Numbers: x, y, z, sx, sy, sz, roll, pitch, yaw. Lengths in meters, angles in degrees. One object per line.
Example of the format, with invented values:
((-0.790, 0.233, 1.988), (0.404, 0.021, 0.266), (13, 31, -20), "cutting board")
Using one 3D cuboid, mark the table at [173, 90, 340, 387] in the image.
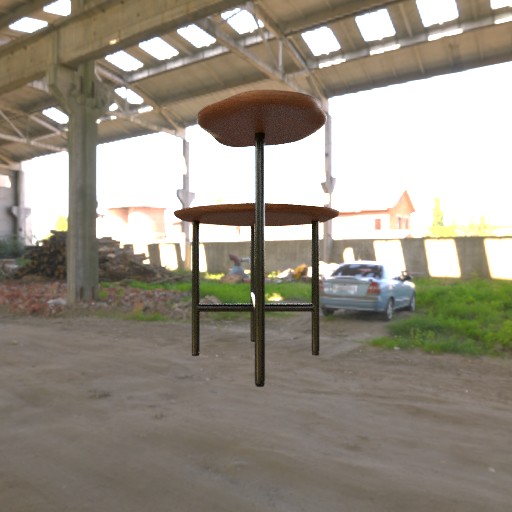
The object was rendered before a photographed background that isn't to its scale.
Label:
((0.000, 0.000, 1.103), (0.442, 0.538, 0.759), (0, -1, -1), "table")
